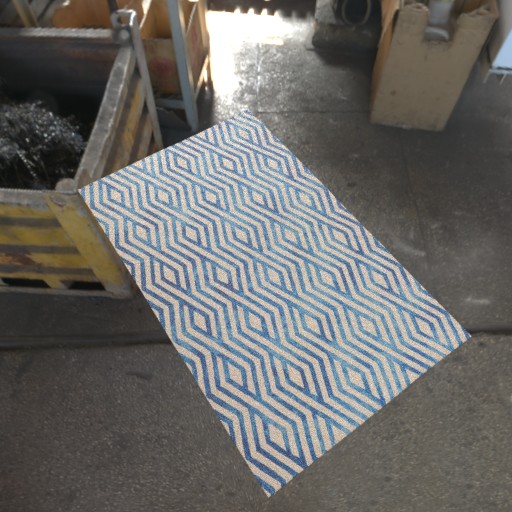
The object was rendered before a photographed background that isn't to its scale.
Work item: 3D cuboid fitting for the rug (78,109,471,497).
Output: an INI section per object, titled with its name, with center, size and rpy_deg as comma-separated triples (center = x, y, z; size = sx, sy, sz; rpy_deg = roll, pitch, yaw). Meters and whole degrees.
[rug]
center = 0.000, 0.000, 3.000
size = 1.531, 0.008, 2.439
rpy_deg = -31, 64, -17
